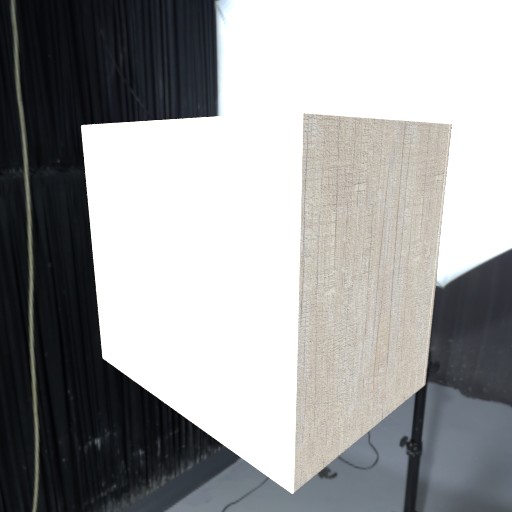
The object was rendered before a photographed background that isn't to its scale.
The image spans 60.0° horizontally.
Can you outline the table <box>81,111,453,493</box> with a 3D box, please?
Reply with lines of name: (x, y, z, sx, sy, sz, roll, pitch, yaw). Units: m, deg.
table: (0.000, 0.000, 0.895, 0.420, 0.510, 0.570, -14, 20, -43)
